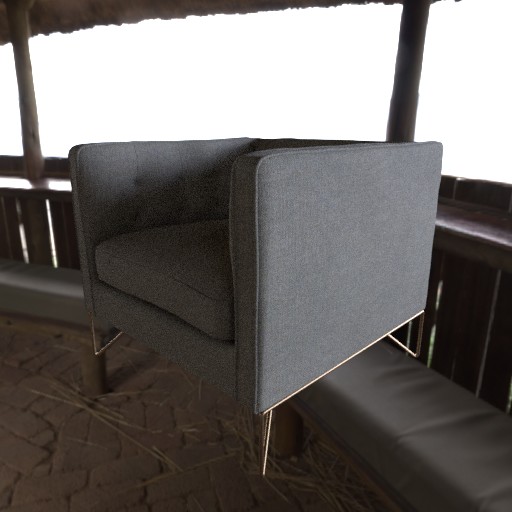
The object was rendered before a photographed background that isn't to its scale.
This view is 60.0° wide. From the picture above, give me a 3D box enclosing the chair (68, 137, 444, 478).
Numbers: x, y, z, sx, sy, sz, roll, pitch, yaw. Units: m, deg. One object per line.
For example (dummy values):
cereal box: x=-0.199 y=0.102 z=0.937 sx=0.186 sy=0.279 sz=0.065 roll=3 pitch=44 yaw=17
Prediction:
chair: x=0.000 y=0.000 z=1.579 sx=0.920 sy=0.799 sz=0.912 roll=15 pitch=22 yaw=42
